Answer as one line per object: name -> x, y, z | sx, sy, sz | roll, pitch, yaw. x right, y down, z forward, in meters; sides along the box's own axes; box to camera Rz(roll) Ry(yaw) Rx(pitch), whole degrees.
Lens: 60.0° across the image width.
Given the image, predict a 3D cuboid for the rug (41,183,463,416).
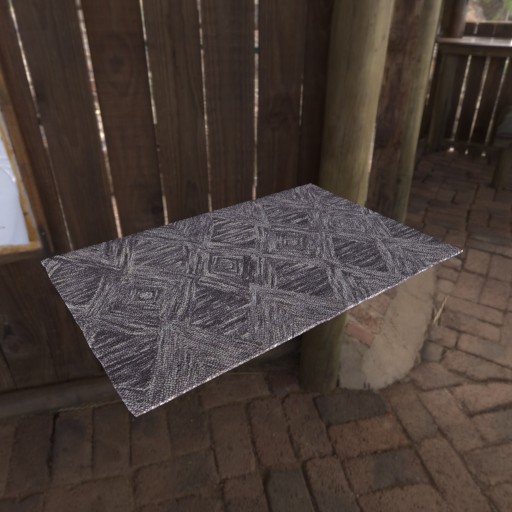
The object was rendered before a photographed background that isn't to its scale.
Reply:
rug -> 0.000, 0.000, 2.264 | 1.814, 0.012, 1.186 | -20, 36, -30
